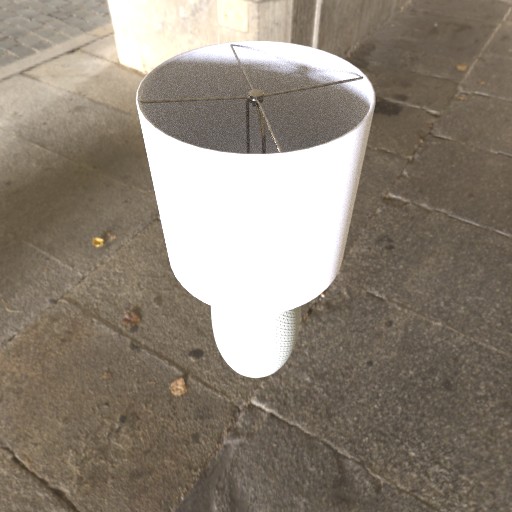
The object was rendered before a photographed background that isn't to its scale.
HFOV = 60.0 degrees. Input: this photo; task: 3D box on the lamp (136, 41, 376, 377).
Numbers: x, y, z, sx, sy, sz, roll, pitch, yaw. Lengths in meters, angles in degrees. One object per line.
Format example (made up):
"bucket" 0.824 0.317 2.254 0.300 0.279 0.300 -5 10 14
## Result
"lamp" 0.000 0.000 0.572 0.217 0.453 0.217 -9 48 -9
